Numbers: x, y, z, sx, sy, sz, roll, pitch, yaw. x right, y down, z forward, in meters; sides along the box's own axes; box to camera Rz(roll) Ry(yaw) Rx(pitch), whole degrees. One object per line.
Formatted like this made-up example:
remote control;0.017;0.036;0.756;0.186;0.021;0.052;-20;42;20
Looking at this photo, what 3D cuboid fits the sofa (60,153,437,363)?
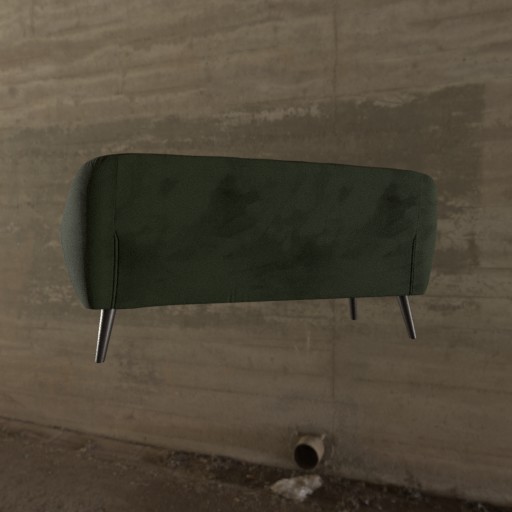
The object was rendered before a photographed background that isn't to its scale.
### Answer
sofa;0.000;0.000;2.266;1.840;0.836;0.820;0;1;-18
